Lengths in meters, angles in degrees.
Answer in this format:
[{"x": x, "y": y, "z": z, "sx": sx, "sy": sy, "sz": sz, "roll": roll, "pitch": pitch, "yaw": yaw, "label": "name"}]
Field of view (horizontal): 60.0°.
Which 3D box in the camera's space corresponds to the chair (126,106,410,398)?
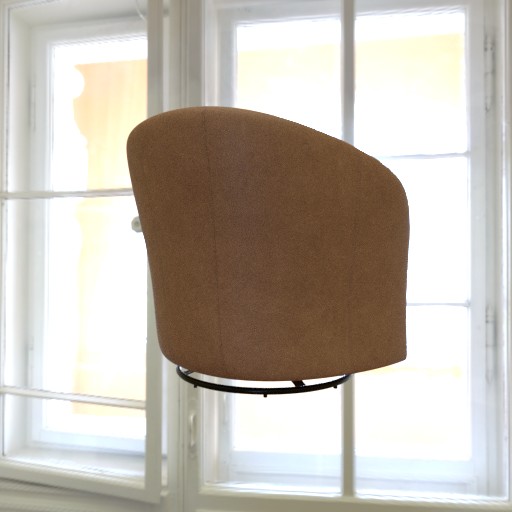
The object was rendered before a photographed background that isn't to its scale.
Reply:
[{"x": 0.000, "y": 0.000, "z": 1.477, "sx": 0.815, "sy": 0.771, "sz": 0.791, "roll": 0, "pitch": 0, "yaw": -36, "label": "chair"}]
